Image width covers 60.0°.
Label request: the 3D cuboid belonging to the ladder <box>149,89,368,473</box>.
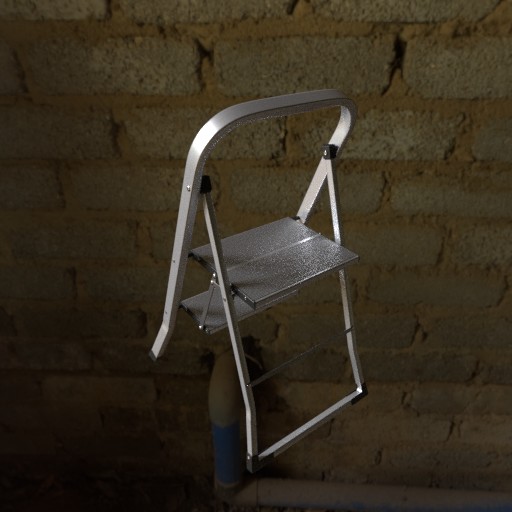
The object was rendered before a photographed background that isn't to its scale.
[{"bbox_3d":[0.000,0.000,1.139,0.465,0.830,0.530,-21,37,-30],"label":"ladder"}]
